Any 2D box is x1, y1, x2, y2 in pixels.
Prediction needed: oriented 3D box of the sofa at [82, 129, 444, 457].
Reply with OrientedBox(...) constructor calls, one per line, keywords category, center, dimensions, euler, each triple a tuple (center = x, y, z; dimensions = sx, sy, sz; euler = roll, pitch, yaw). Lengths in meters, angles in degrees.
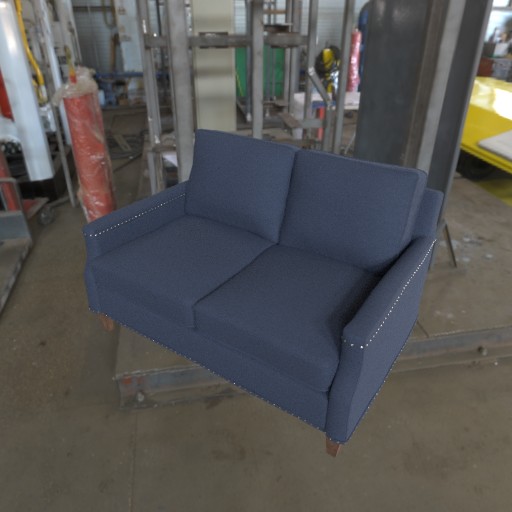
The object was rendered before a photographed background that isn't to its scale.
OrientedBox(category="sofa", center=(0.000, 0.000, 2.328), dimensions=(1.597, 1.003, 1.084), euler=(19, 36, 29))
